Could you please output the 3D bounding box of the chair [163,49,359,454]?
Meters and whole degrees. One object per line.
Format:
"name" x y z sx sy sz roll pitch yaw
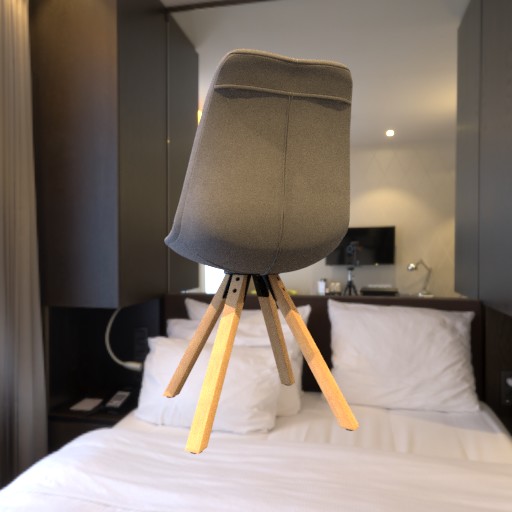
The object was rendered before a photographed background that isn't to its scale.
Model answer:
"chair" 0.000 0.000 1.198 0.474 0.863 0.549 0 1 -18
